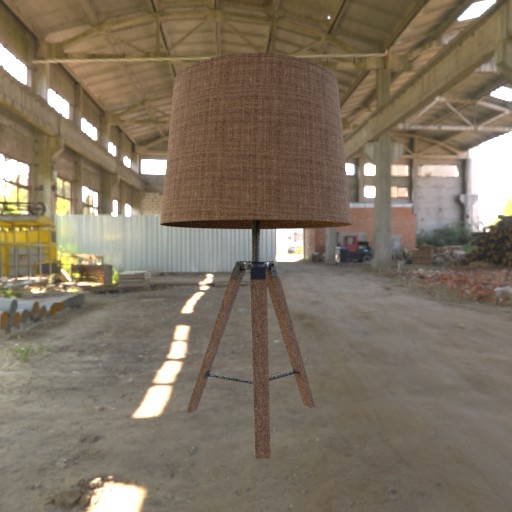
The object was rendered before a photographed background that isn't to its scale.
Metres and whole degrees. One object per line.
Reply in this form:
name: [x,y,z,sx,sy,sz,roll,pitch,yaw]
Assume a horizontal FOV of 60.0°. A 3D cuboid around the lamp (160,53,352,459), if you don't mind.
lamp: [0.000,0.000,0.685,0.290,0.514,0.290,0,1,0]
